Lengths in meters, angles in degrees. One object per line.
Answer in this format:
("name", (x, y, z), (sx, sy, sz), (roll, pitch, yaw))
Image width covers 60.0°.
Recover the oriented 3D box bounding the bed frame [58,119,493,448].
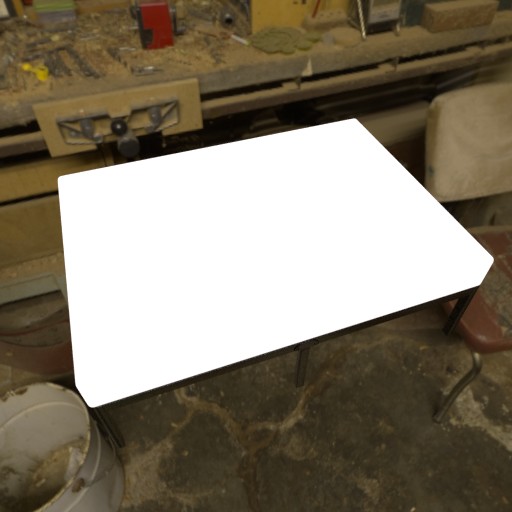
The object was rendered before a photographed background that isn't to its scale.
("bed frame", (0.000, 0.000, 2.586), (1.956, 0.659, 1.408), (-15, 49, -13))
